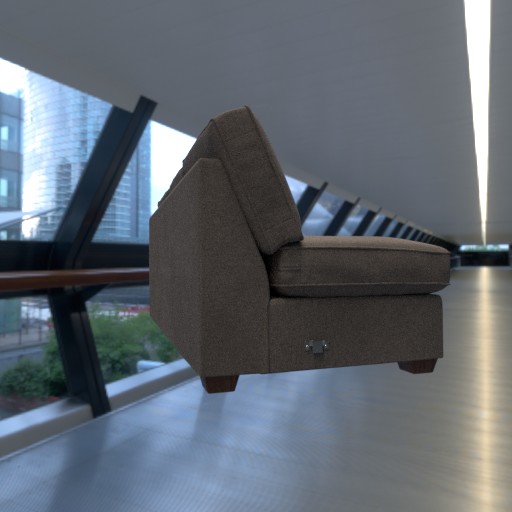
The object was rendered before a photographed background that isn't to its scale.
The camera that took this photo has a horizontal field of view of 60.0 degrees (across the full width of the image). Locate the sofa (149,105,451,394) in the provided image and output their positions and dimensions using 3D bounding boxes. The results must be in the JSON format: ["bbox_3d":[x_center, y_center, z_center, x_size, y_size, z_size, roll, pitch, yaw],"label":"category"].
[{"bbox_3d":[0.000,0.000,2.495,1.027,0.973,1.962,0,-1,-18],"label":"sofa"}]
